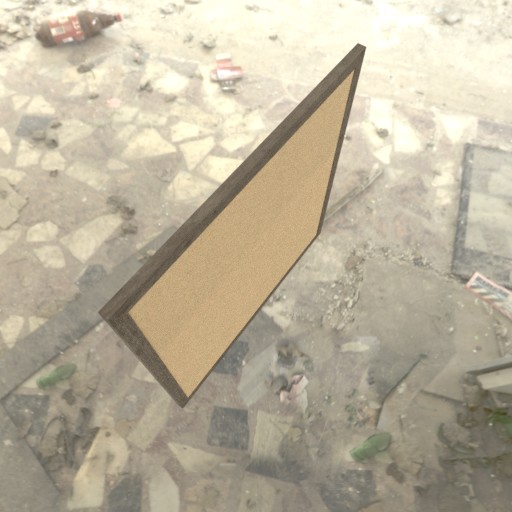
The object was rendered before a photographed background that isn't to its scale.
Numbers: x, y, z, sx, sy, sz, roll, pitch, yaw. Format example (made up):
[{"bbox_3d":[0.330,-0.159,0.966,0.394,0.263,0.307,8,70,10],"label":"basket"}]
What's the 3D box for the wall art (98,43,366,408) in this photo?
[{"bbox_3d":[0.000,0.000,0.681,0.013,0.457,0.457,33,67,16],"label":"wall art"}]
